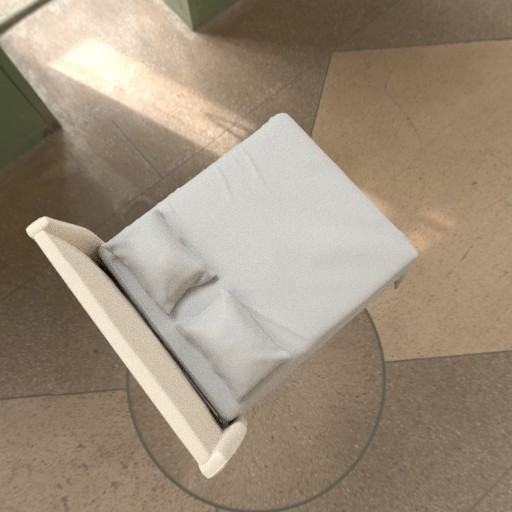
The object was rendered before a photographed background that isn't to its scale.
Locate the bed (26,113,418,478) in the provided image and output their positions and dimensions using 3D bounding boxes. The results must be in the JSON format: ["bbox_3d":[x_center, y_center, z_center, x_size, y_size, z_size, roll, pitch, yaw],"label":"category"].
[{"bbox_3d":[0.000,0.000,3.435,2.276,1.332,1.925,-39,79,-9],"label":"bed"}]
